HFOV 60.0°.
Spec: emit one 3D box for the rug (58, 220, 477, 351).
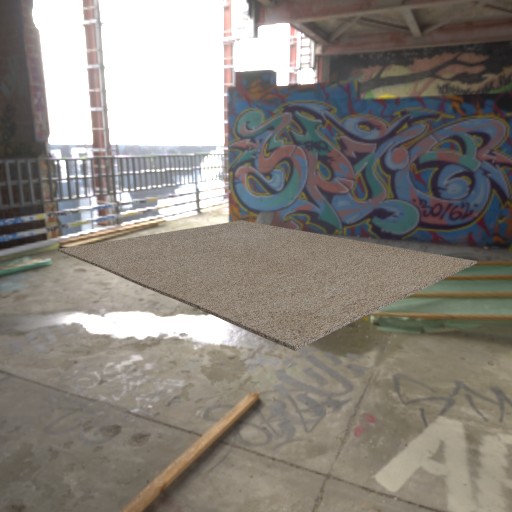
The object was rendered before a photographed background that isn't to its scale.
[{"bbox_3d":[0.000,0.000,4.048,2.400,0.025,3.000,-13,19,-43],"label":"rug"}]
